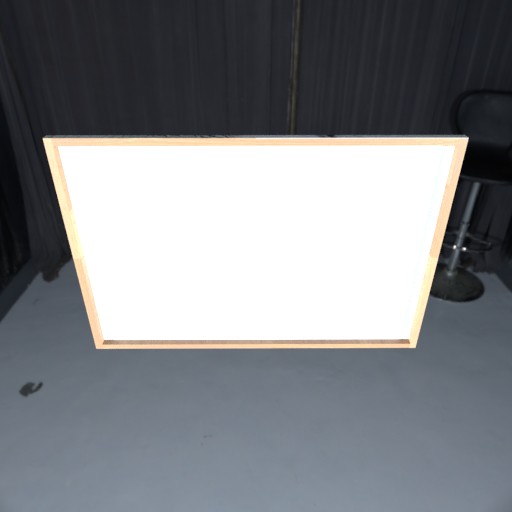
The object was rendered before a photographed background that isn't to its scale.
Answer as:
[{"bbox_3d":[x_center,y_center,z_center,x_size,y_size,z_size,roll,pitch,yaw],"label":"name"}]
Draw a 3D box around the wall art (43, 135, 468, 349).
[{"bbox_3d":[0.000,0.000,1.118,0.914,0.607,0.023,0,32,0],"label":"wall art"}]
